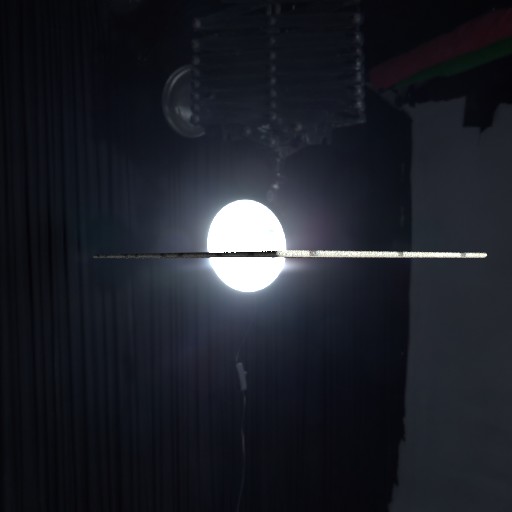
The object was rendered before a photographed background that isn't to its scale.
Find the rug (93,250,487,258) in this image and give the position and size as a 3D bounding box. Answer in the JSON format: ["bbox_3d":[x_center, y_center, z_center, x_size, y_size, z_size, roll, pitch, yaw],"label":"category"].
[{"bbox_3d":[0.000,0.000,2.982,1.501,0.024,2.348,0,0,-36],"label":"rug"}]
